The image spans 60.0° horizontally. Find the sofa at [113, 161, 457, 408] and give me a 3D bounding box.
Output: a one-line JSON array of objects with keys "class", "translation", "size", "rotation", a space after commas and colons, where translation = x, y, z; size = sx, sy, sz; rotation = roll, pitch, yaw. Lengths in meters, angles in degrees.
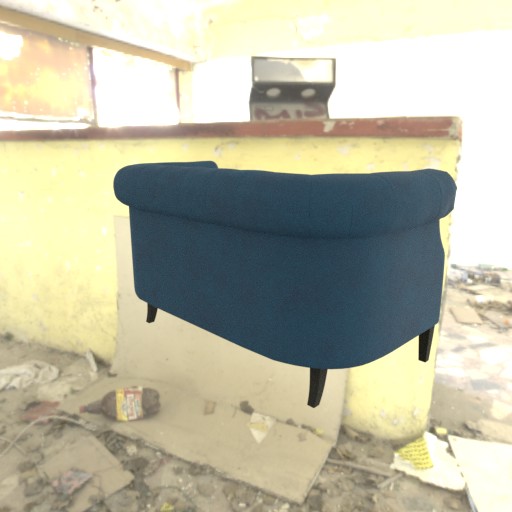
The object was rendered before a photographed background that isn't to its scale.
[{"class": "sofa", "translation": [0.000, 0.000, 2.048], "size": [0.835, 0.827, 1.558], "rotation": [-13, 19, -43]}]
